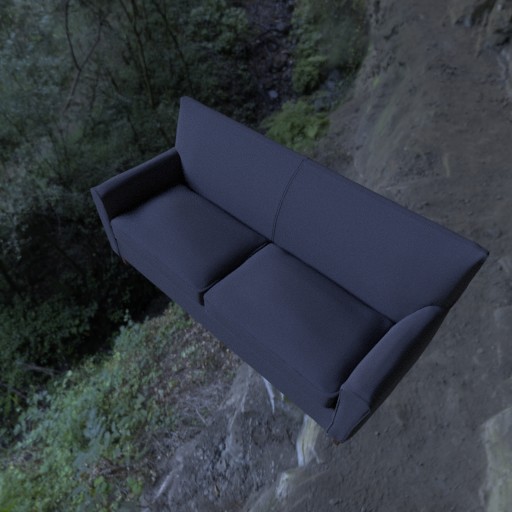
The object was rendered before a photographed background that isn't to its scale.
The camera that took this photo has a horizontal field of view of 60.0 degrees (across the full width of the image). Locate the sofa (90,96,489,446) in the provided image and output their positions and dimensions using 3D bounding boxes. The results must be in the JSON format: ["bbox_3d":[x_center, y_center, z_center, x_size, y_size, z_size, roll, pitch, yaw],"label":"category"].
[{"bbox_3d":[0.000,0.000,2.484,2.002,0.907,0.843,35,56,27],"label":"sofa"}]
